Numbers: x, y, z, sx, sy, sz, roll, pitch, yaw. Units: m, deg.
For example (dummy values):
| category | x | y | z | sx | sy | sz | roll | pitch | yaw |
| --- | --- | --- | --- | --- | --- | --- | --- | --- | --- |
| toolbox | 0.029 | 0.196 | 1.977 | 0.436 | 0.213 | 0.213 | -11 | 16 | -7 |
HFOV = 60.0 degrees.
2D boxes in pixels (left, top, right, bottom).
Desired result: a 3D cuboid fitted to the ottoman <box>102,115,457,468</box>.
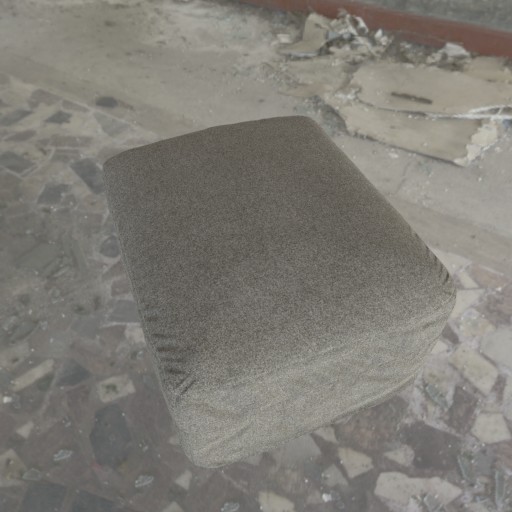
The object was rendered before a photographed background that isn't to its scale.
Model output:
| category | x | y | z | sx | sy | sz | roll | pitch | yaw |
| --- | --- | --- | --- | --- | --- | --- | --- | --- | --- |
| ottoman | 0.000 | 0.000 | 1.217 | 0.683 | 0.481 | 0.837 | -16 | 50 | -14 |
